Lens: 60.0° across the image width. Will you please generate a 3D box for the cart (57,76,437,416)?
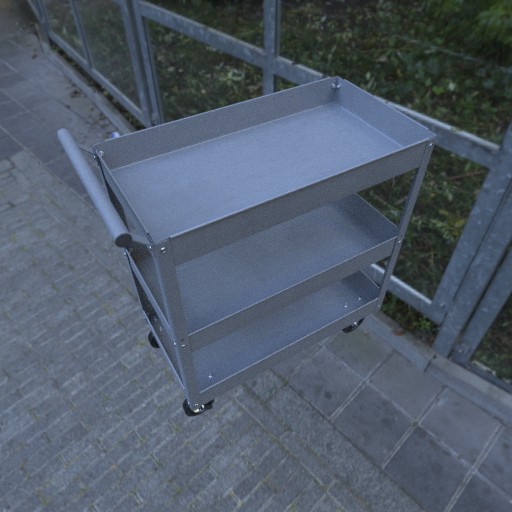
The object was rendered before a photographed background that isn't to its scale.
[{"bbox_3d":[0.000,0.000,1.184,0.719,0.780,0.366,-23,50,-21],"label":"cart"}]
